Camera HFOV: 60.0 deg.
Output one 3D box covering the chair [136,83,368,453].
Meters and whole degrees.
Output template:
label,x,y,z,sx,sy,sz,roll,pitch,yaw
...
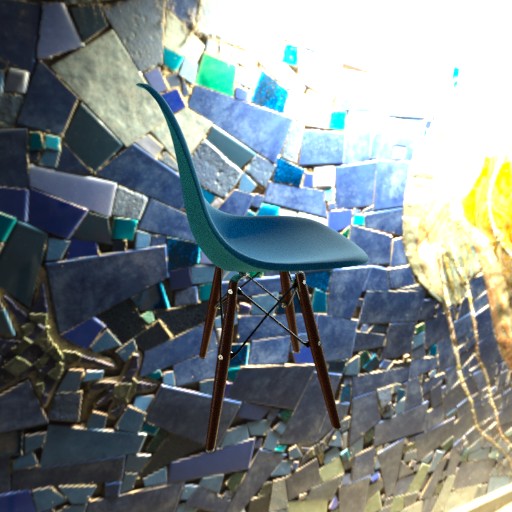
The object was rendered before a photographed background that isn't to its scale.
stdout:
label,x,y,z,sx,sy,sz,roll,pitch,yaw
chair,0.000,0.000,1.147,0.533,0.826,0.470,-3,19,-10
